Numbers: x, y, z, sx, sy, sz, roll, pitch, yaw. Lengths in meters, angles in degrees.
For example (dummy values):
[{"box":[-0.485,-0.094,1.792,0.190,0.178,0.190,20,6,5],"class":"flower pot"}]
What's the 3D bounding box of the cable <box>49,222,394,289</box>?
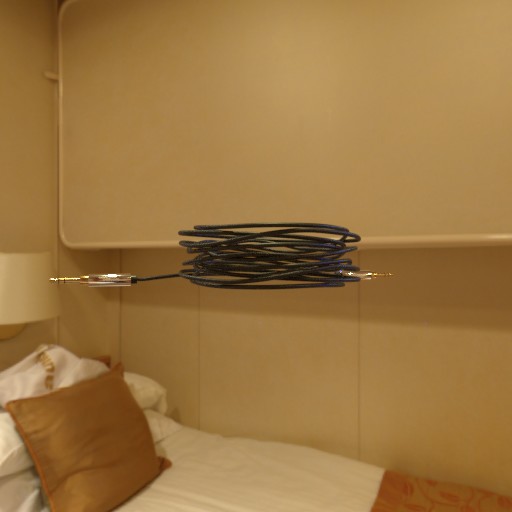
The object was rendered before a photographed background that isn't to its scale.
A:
[{"box":[0.000,0.000,0.496,0.432,0.069,0.198,0,0,-18],"class":"cable"}]
